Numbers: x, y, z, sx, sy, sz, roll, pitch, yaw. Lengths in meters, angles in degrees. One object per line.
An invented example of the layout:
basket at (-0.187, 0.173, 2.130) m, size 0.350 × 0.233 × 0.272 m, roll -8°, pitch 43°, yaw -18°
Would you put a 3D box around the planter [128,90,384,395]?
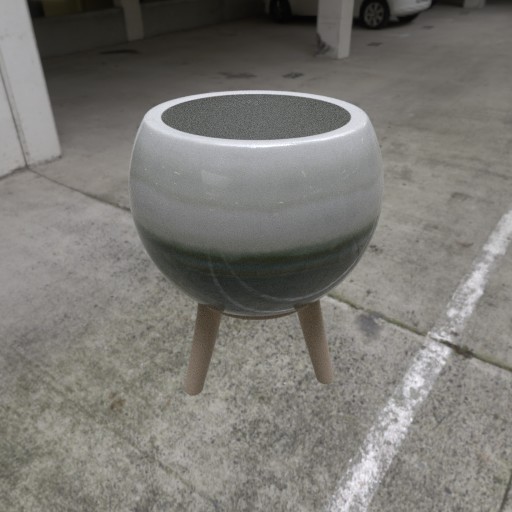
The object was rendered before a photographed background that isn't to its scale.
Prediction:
planter at (0.000, 0.000, 0.436) m, size 0.222 × 0.278 × 0.222 m, roll 0°, pitch 31°, yaw 0°
